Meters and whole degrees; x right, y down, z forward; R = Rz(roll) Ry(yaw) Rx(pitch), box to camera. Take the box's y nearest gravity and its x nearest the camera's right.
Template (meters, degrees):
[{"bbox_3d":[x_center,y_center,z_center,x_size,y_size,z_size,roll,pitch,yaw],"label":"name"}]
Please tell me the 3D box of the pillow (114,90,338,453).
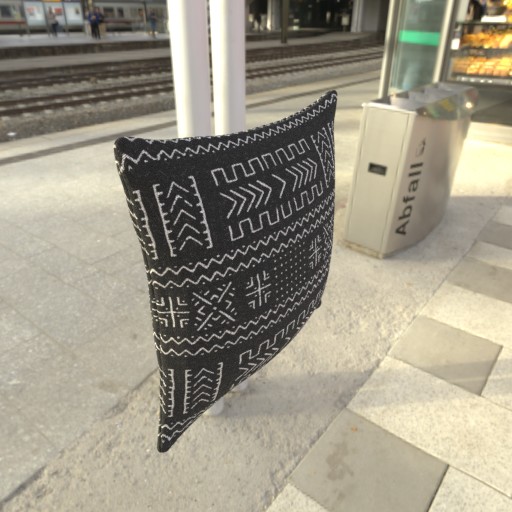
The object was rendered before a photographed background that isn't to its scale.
[{"bbox_3d":[0.000,0.000,0.658,0.164,0.430,0.438,19,34,32],"label":"pillow"}]
